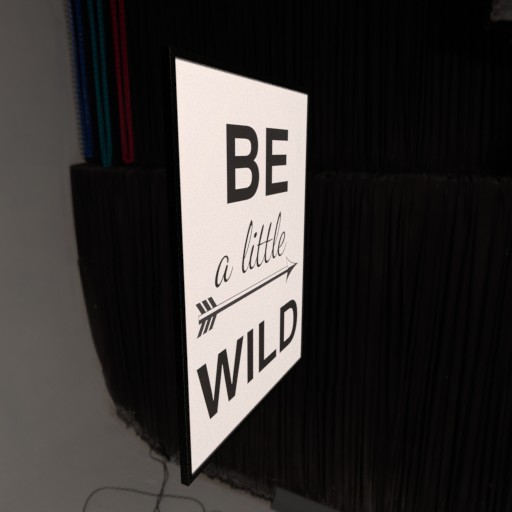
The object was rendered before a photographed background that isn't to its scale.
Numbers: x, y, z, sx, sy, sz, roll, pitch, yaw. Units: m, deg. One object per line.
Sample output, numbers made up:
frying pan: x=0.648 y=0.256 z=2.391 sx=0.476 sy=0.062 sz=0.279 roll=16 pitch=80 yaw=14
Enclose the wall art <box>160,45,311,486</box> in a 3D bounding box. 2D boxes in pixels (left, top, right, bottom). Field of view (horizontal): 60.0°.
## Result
wall art: x=0.000 y=0.000 z=0.758 sx=0.013 sy=0.582 sz=0.442 roll=7 pitch=15 yaw=27
